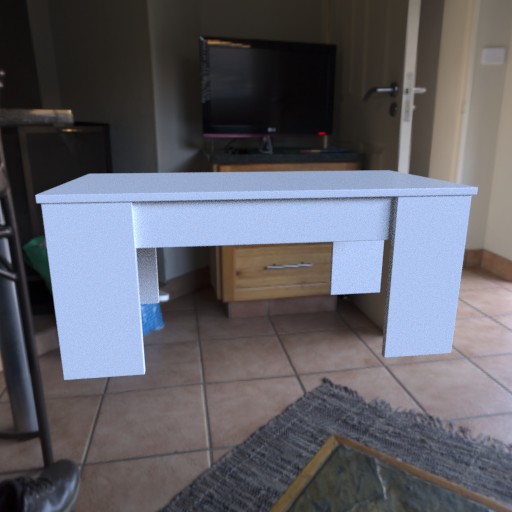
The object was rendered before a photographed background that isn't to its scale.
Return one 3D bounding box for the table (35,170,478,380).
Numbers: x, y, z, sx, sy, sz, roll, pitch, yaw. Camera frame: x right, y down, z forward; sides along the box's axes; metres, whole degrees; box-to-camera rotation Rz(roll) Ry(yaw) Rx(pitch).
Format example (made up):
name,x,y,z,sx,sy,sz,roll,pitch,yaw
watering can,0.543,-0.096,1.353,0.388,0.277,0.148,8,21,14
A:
name,x,y,z,sx,sy,sz,roll,pitch,yaw
table,0.000,0.000,1.288,1.000,0.440,0.500,-2,16,-7
